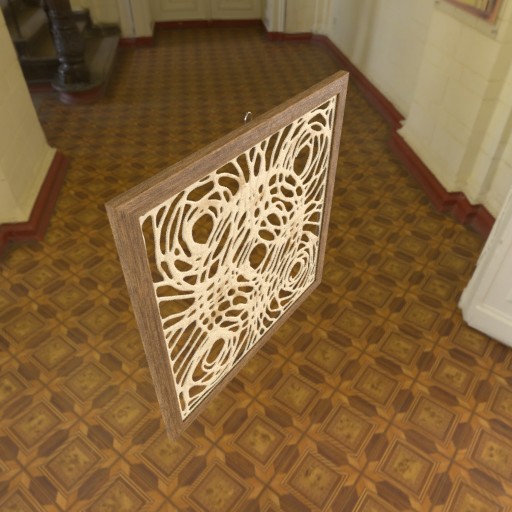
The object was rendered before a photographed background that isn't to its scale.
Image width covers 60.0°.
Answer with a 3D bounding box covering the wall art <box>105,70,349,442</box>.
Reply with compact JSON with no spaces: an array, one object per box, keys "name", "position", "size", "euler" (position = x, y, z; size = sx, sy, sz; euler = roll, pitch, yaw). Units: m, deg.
[{"name":"wall art","position":[0.000,0.000,0.856],"size":[0.021,0.576,0.561],"euler":[27,48,27]}]
